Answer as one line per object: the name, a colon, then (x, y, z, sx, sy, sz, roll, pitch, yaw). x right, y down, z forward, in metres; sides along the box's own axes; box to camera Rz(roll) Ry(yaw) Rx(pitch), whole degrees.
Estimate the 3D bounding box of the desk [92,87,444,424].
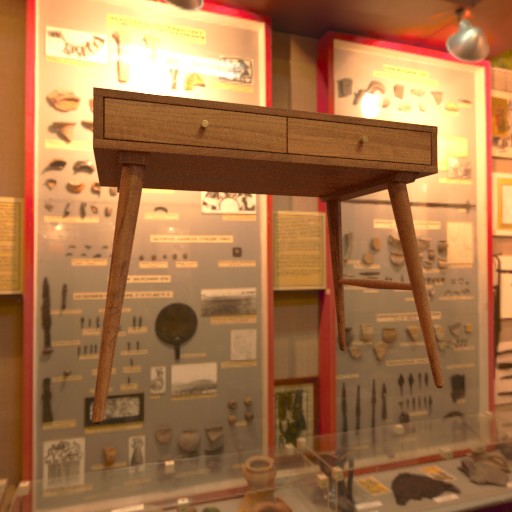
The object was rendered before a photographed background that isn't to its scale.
desk: (0.000, 0.000, 1.401, 0.949, 0.758, 0.588, 0, -1, -18)
